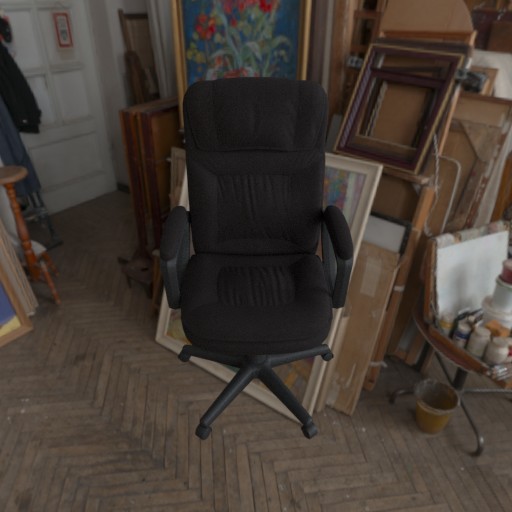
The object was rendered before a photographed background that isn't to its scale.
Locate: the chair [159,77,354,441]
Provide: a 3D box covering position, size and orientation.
[{"bbox_3d":[0.000,0.000,1.587,0.667,1.105,0.724,0,31,0],"label":"chair"}]
